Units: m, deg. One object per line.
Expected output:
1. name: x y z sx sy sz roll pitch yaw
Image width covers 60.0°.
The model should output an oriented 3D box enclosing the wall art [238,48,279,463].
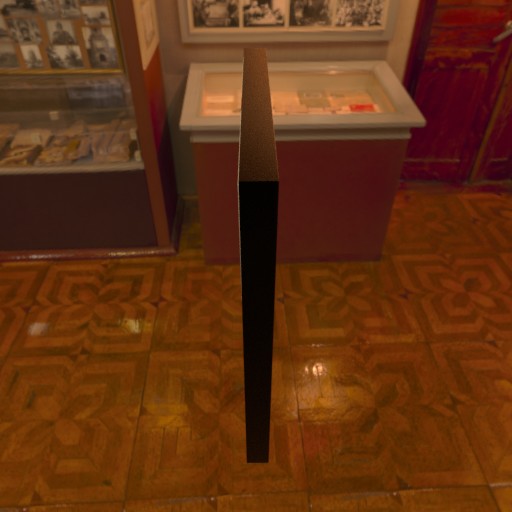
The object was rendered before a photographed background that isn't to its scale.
1. wall art: 0.000 0.000 0.761 0.039 0.553 0.451 0 40 0
